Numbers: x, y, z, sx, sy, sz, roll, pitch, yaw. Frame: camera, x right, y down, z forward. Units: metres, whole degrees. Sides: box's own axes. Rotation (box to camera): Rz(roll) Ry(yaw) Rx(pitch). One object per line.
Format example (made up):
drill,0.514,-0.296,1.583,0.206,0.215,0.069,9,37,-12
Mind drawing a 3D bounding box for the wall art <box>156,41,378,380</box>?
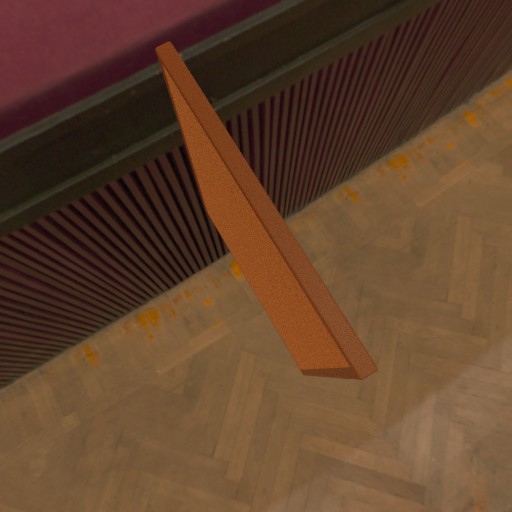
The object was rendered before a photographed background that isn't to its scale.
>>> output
wall art,0.000,0.000,0.520,0.015,0.379,0.310,-30,77,-7
